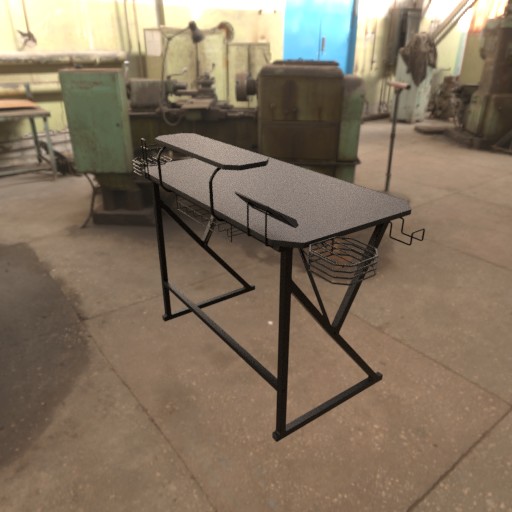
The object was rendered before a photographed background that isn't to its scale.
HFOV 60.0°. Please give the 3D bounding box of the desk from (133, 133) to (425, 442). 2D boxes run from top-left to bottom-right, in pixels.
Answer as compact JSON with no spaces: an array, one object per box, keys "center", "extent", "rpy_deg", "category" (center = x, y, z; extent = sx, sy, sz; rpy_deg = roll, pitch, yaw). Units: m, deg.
[{"center":[0.000,0.000,1.702],"extent":[0.580,0.880,1.290],"rpy_deg":[-17,31,-31],"category":"desk"}]
